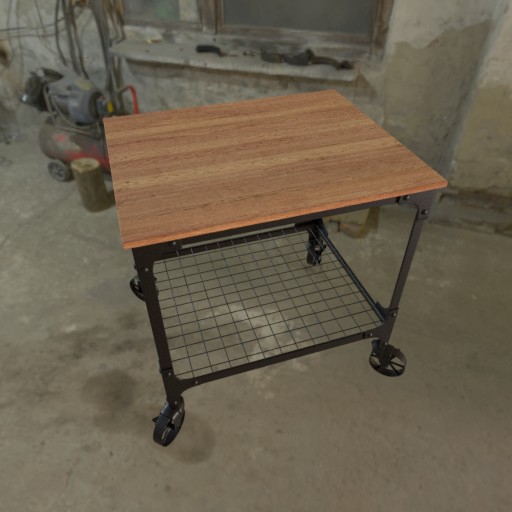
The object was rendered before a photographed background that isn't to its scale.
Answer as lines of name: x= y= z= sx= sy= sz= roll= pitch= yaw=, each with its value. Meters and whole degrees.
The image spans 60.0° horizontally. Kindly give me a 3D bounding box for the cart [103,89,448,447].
cart: x=0.000 y=0.000 z=1.118 sx=0.666 sy=0.603 sz=0.558 roll=-12 pitch=42 yaw=-14
